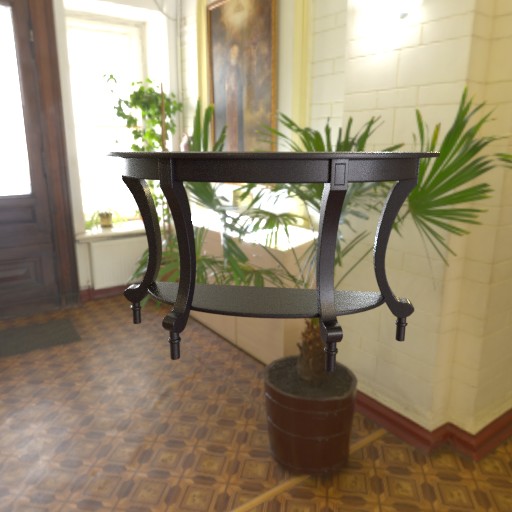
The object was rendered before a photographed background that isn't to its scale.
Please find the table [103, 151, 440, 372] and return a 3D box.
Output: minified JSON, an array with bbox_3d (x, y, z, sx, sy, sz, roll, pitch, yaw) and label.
[{"bbox_3d":[0.000,0.000,1.516,1.198,0.692,0.394,2,14,9],"label":"table"}]
